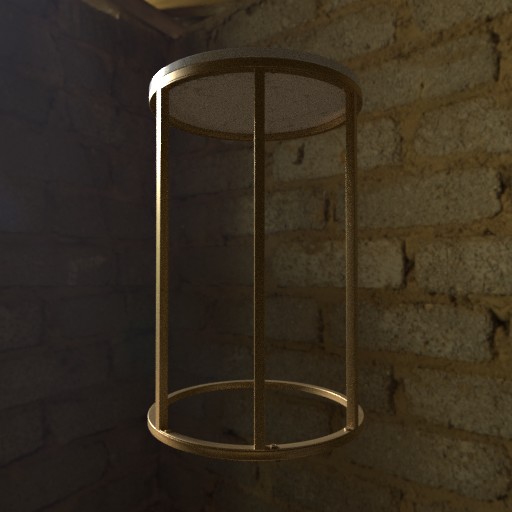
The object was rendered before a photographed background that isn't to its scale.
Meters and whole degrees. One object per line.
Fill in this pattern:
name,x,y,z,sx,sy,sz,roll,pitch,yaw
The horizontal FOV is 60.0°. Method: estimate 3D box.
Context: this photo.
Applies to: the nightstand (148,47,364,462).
nightstand,0.000,0.000,0.849,0.400,0.610,0.400,0,-1,-2
